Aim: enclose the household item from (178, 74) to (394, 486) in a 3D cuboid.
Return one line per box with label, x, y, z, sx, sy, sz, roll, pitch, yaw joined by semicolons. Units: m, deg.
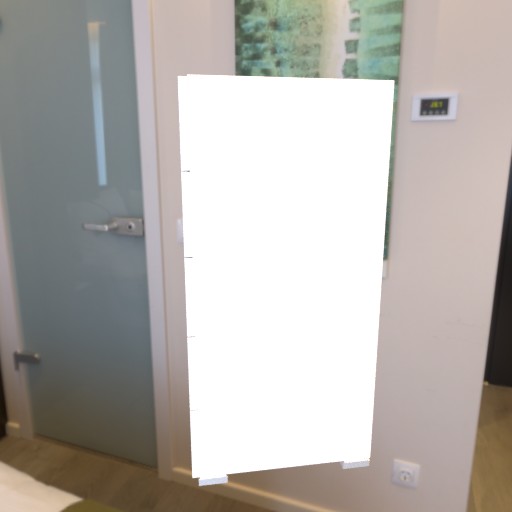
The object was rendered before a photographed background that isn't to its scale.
household item;0.000;0.000;1.318;0.420;0.870;0.800;-2;13;-9
